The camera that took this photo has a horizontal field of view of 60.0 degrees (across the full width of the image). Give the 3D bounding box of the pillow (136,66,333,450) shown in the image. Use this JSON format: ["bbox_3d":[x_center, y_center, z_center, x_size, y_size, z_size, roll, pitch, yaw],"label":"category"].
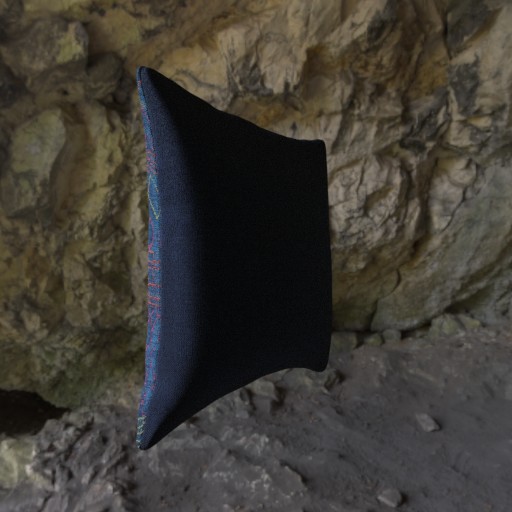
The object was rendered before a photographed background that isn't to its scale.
[{"bbox_3d":[0.000,0.000,0.654,0.141,0.431,0.431,0,0,36],"label":"pillow"}]
